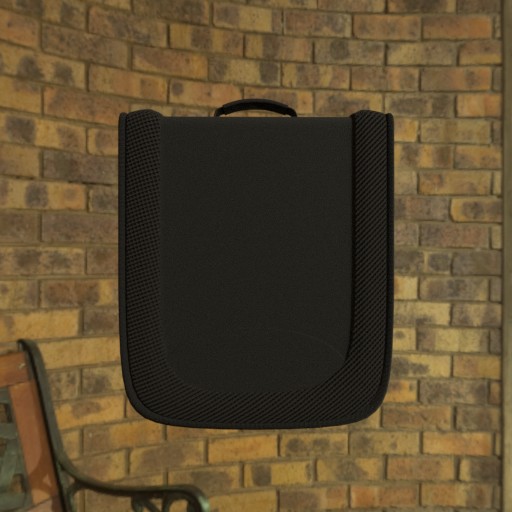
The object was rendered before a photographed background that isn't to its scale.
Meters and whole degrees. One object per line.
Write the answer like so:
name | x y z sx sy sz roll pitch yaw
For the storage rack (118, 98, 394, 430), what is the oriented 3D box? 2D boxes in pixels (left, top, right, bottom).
storage rack | 0.000 0.000 0.554 0.297 0.387 0.168 0 0 0
